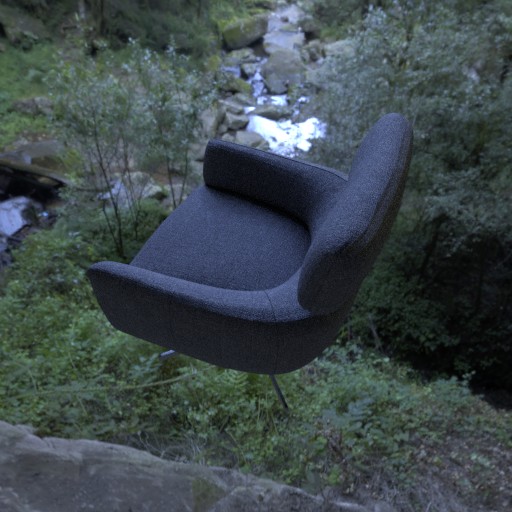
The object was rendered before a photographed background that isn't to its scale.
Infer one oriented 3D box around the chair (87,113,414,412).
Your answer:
[{"bbox_3d":[0.000,0.000,1.331,0.715,0.812,0.706,17,48,16],"label":"chair"}]
